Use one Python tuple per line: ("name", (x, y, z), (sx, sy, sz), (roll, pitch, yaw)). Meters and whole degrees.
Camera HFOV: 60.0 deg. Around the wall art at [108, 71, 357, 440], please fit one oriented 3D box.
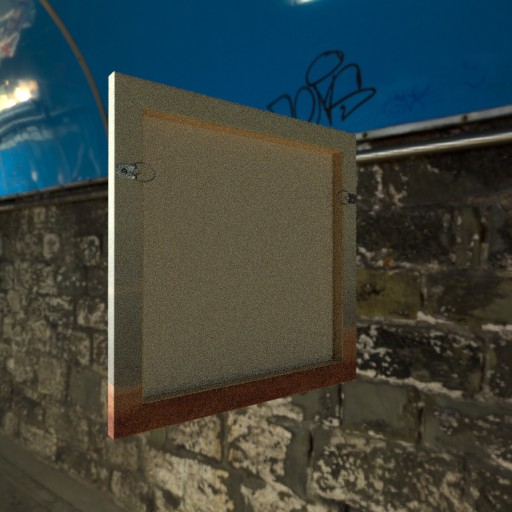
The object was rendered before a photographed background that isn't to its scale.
("wall art", (0.000, 0.000, 0.920), (0.605, 0.605, 0.034), (0, 0, -37))
